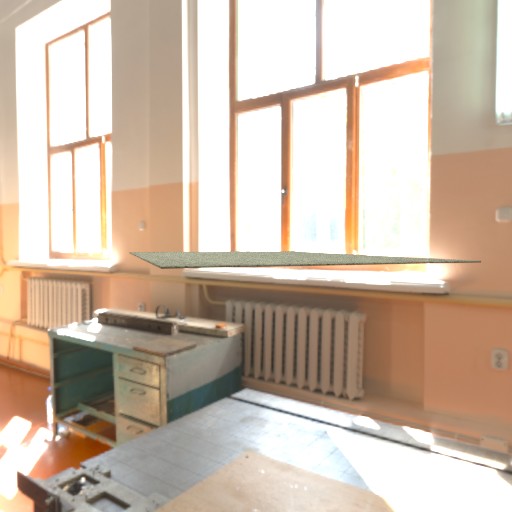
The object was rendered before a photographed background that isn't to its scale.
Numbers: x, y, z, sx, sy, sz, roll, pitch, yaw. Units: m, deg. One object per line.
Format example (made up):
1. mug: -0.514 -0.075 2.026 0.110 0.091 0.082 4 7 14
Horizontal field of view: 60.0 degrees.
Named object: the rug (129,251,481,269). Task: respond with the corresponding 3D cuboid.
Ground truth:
1. rug: 0.000 0.000 2.360 1.211 0.007 1.827 -1 2 -19
